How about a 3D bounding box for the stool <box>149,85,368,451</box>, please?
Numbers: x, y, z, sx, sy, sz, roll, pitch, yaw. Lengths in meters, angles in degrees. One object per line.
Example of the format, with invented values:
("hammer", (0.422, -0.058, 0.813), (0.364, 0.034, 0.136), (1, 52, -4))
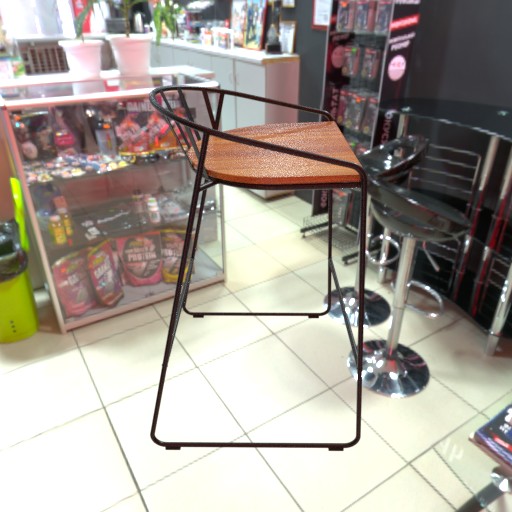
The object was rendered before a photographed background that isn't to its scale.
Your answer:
("stool", (0.000, 0.000, 1.143), (0.521, 0.812, 0.546), (0, 30, 0))
